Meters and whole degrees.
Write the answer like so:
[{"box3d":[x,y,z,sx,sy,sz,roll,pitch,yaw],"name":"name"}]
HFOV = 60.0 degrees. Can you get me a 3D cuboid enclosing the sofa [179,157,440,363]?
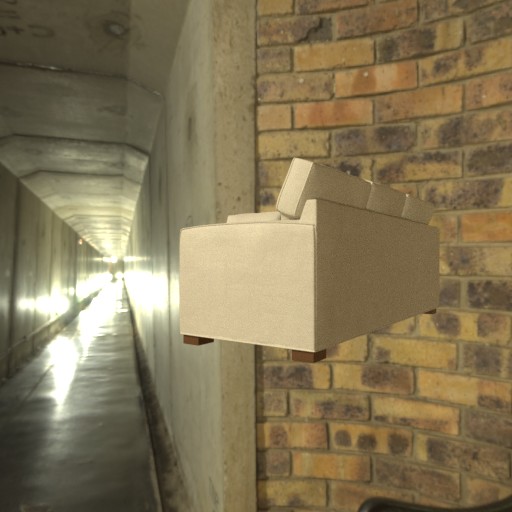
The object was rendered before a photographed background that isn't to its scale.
[{"box3d":[0.000,0.000,3.399,2.182,0.939,2.189,0,0,35],"name":"sofa"}]
